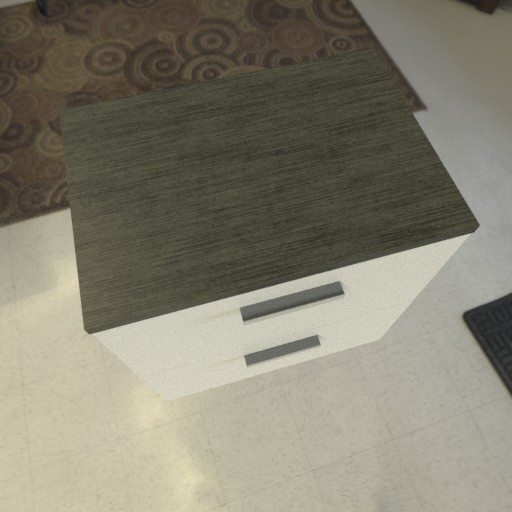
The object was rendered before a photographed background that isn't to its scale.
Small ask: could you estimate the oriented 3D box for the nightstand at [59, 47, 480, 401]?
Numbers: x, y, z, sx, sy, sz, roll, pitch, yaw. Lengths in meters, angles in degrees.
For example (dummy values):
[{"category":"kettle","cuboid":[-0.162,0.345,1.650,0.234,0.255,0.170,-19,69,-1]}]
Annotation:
[{"category":"nightstand","cuboid":[0.000,0.000,0.740,0.441,0.460,0.325,-14,64,-7]}]
